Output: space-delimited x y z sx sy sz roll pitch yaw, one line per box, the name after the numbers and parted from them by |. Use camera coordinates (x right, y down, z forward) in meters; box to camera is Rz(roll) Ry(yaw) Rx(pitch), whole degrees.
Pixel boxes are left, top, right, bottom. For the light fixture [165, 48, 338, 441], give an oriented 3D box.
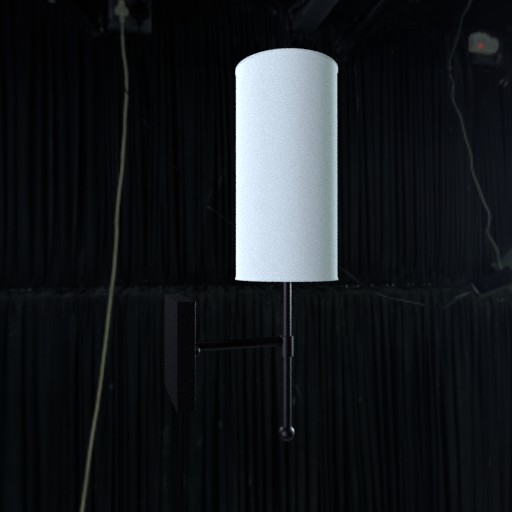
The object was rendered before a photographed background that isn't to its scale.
0.000 0.000 0.544 0.208 0.462 0.128 0 0 -18 | light fixture
